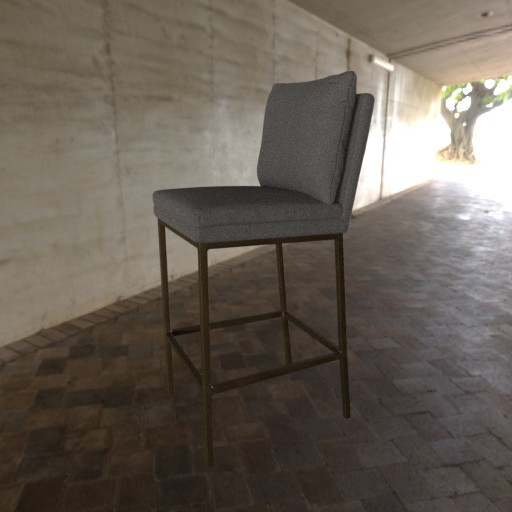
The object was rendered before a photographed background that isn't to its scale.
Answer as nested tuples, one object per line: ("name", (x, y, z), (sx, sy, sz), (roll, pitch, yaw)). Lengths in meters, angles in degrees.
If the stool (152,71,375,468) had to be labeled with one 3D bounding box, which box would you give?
("stool", (0.000, 0.000, 1.470), (0.569, 1.130, 0.463), (-7, 16, -25))
